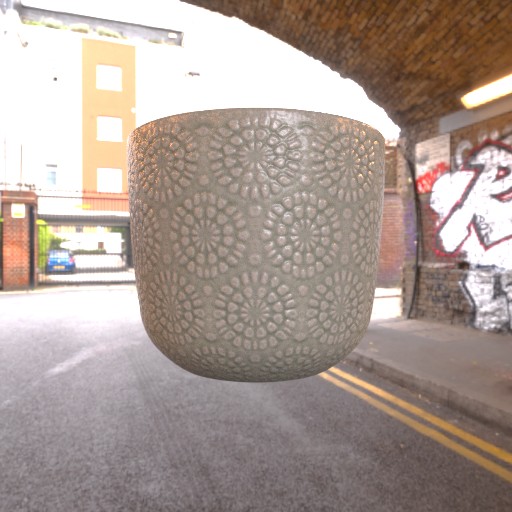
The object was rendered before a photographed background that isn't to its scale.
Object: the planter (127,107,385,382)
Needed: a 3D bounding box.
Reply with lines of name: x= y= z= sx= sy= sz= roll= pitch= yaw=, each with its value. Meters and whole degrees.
planter: x=0.000 y=0.000 z=0.221 sx=0.124 sy=0.109 sz=0.124 roll=0 pitch=0 yaw=0
